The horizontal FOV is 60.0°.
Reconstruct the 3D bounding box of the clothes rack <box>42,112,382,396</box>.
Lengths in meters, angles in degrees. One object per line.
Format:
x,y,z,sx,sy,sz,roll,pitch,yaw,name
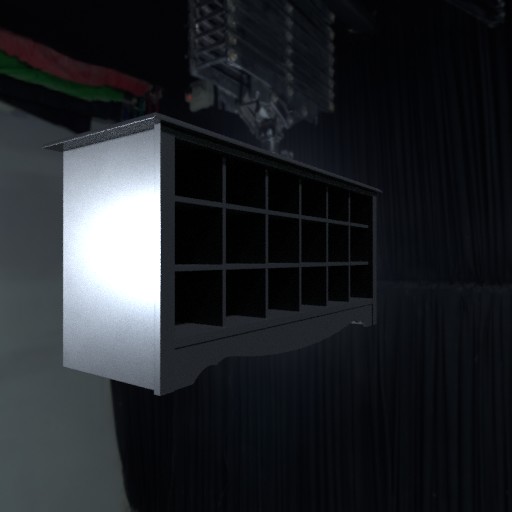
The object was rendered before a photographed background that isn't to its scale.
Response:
0.000,0.000,1.456,0.406,0.556,1.219,0,0,36,clothes rack
